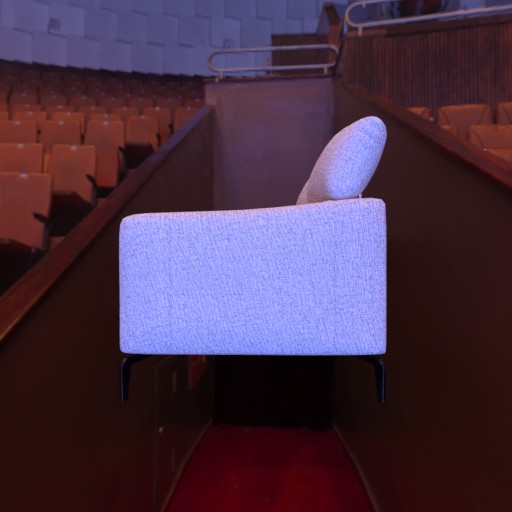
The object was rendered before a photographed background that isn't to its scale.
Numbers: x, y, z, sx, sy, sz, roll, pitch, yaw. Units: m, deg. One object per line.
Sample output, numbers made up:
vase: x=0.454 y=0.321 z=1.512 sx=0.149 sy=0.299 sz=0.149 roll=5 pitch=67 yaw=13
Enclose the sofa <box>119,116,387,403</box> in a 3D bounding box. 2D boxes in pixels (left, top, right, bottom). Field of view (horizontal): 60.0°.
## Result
sofa: x=0.000 y=0.000 z=2.128 sx=0.905 sy=0.950 sz=1.540 roll=0 pitch=-1 yaw=1
